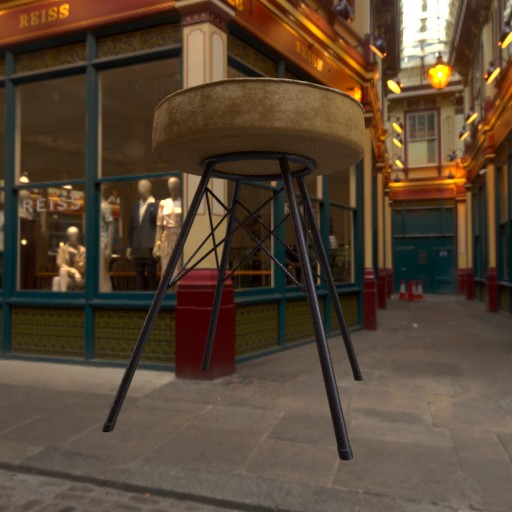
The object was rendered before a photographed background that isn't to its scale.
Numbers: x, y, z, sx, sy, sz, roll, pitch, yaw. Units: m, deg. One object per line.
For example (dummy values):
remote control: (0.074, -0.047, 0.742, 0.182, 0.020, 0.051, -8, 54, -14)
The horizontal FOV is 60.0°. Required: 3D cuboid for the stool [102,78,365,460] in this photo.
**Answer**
stool: (0.000, 0.000, 0.913, 0.438, 0.595, 0.472, 0, -1, 18)
